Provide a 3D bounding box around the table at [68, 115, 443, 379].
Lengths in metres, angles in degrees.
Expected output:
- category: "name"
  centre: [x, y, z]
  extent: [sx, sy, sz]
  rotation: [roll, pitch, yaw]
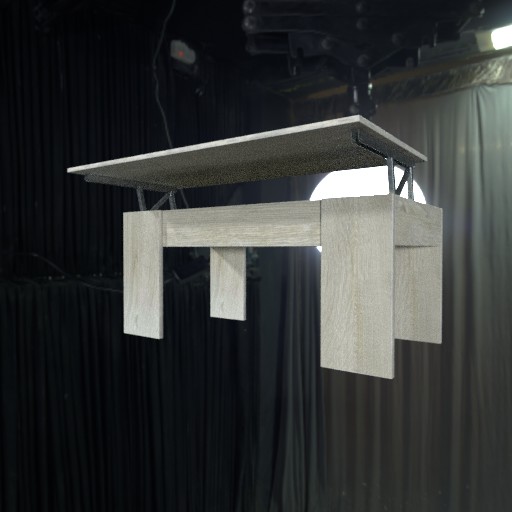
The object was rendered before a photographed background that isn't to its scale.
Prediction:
- category: "table"
  centre: [0.000, 0.000, 1.445]
  extent: [1.000, 0.570, 0.711]
  rotation: [1, 1, 35]
